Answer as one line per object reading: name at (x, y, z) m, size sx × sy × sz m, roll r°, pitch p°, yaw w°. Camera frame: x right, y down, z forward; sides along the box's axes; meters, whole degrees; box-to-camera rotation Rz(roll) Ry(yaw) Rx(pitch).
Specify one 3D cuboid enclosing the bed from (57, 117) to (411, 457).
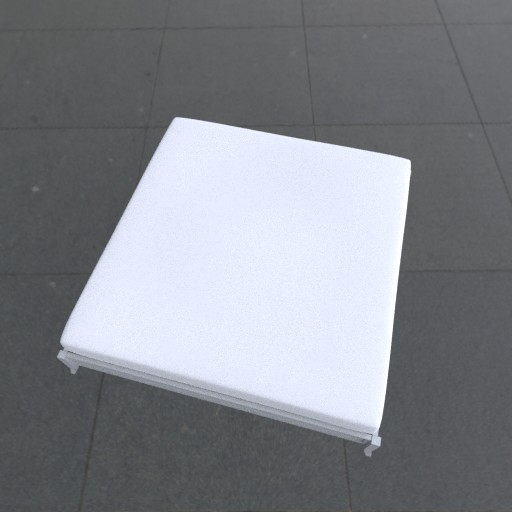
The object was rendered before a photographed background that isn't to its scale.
bed at (0.000, 0.000, 3.140) m, size 2.007 × 0.510 × 2.108 m, roll 13°, pitch 60°, yaw 8°
